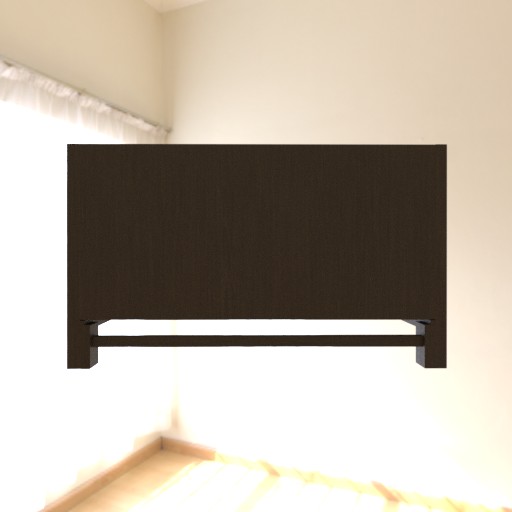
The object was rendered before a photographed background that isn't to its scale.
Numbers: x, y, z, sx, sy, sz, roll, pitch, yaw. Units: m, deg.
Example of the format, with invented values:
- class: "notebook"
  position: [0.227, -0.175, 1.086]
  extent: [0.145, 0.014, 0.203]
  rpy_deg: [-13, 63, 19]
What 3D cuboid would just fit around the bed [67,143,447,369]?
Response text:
- class: "bed"
  position: [0.000, 0.000, 3.601]
  extent: [2.143, 1.261, 2.238]
  rpy_deg: [0, 0, 0]
